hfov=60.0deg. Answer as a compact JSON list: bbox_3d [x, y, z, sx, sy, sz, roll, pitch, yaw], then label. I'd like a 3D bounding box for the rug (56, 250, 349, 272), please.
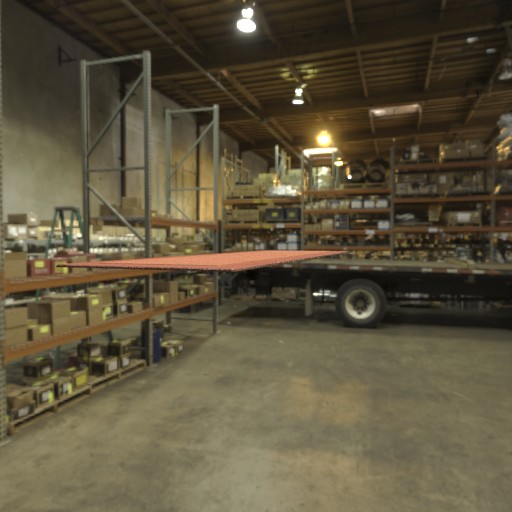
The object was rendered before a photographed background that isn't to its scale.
[{"bbox_3d":[0.000,0.000,2.721,0.914,0.013,2.471,1,2,17],"label":"rug"}]
